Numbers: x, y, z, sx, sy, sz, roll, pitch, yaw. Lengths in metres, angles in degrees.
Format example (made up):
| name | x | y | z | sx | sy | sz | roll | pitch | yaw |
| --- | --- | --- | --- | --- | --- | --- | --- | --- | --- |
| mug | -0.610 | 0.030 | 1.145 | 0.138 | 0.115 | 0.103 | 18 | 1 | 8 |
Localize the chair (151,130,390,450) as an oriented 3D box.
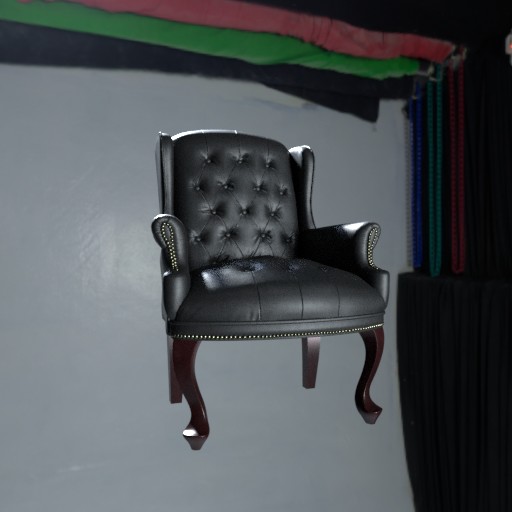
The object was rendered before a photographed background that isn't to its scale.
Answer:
| name | x | y | z | sx | sy | sz | roll | pitch | yaw |
| --- | --- | --- | --- | --- | --- | --- | --- | --- | --- |
| chair | 0.000 | 0.000 | 1.696 | 0.831 | 1.133 | 0.822 | 0 | 0 | -20 |
